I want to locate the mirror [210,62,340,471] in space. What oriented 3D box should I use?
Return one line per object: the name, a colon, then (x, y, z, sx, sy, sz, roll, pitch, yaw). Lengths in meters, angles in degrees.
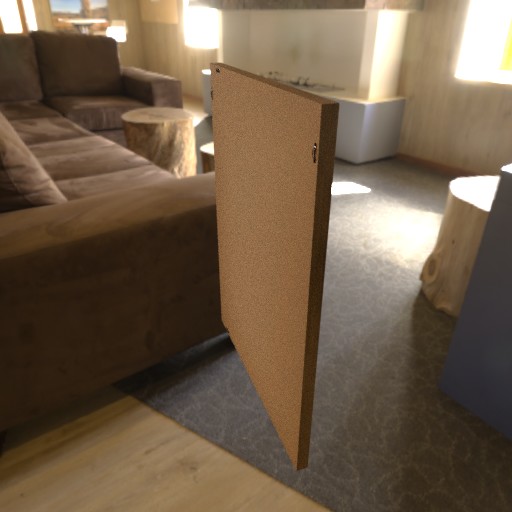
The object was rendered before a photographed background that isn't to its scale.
mirror: (0.000, 0.000, 1.349, 0.041, 1.016, 0.762, -10, 30, -18)
